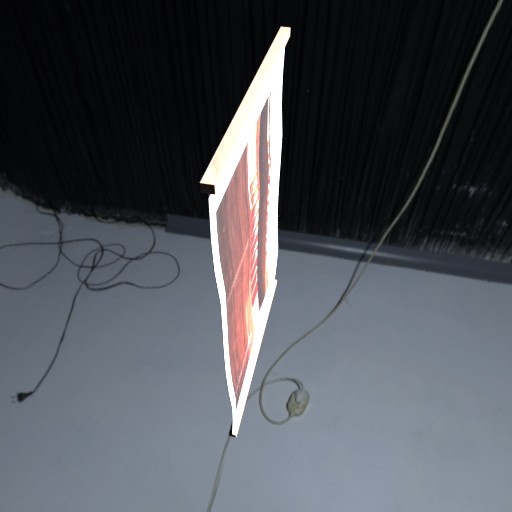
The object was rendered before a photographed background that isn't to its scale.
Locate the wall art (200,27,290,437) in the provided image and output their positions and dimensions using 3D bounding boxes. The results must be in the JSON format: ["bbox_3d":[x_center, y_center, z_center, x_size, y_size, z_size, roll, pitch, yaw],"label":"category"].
[{"bbox_3d":[0.000,0.000,0.640,0.012,0.508,0.332,10,48,9],"label":"wall art"}]
